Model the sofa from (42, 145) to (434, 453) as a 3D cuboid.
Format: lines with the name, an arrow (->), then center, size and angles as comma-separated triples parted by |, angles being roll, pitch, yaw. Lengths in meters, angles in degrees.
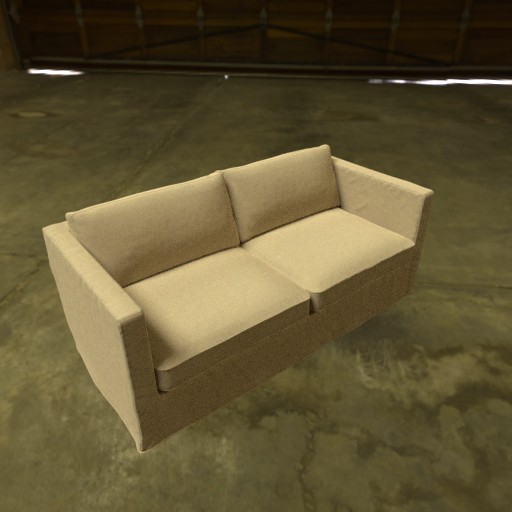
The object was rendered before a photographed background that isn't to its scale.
sofa -> 0.000, 0.000, 2.490 | 1.959, 0.835, 0.962 | -22, 37, -32
